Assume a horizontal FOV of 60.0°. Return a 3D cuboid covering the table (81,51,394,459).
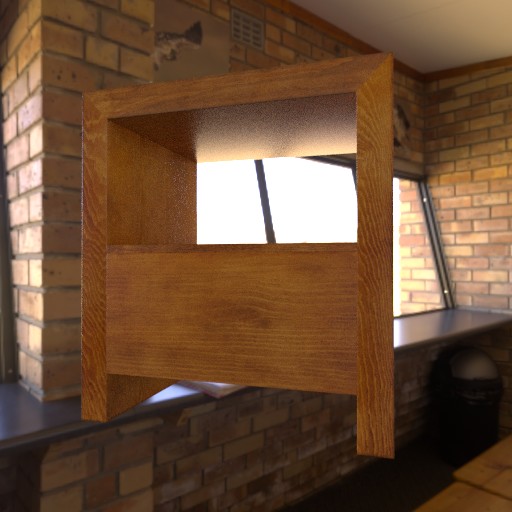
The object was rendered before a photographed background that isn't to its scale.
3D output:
[{"bbox_3d":[0.000,0.000,0.929,0.550,0.605,0.400,0,-1,17],"label":"table"}]
